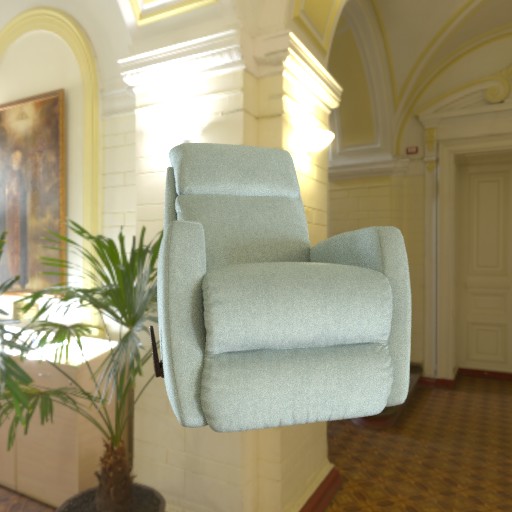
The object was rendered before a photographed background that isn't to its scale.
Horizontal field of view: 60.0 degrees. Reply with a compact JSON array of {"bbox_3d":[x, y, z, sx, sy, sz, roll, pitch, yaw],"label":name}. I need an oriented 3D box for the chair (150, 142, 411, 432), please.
[{"bbox_3d":[0.000,0.000,1.692,0.812,1.013,0.940,0,0,-17],"label":"chair"}]
